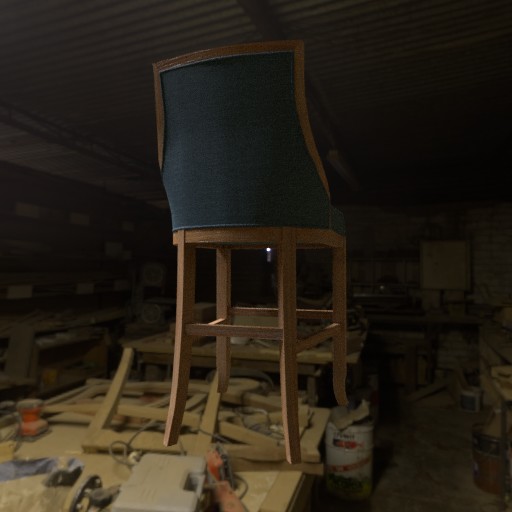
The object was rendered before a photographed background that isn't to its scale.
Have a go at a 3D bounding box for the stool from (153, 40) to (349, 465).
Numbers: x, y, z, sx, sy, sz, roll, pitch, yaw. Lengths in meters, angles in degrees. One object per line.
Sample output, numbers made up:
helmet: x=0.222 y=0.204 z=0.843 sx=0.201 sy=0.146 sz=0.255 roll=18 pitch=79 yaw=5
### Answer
stool: x=0.000 y=0.000 z=1.458 sx=0.524 sy=1.101 sz=0.626 roll=0 pitch=-1 yaw=18
